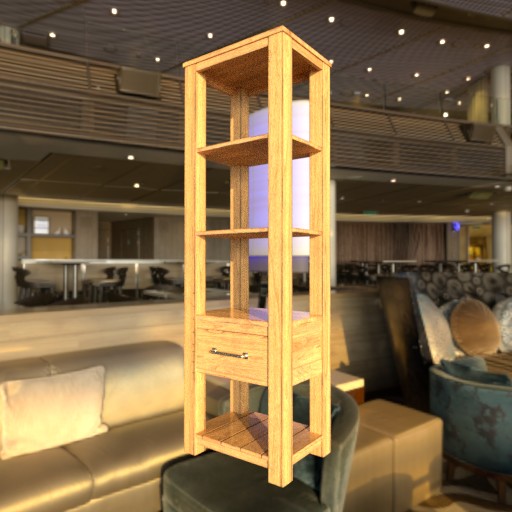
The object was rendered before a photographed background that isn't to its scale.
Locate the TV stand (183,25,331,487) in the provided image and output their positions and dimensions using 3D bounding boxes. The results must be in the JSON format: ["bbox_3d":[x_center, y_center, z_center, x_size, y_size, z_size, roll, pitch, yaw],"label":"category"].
[{"bbox_3d":[0.000,0.000,2.074,0.565,1.828,0.435,-1,-1,37],"label":"TV stand"}]
